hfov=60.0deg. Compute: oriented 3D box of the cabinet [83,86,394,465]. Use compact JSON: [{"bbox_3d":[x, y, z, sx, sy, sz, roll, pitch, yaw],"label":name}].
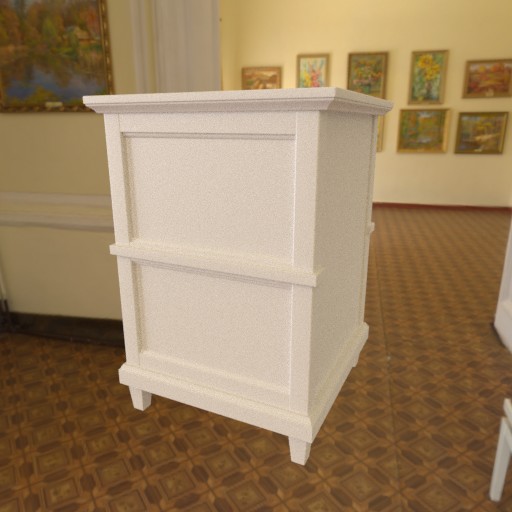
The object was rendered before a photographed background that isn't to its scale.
[{"bbox_3d":[0.000,0.000,1.161,0.547,0.775,0.544,8,18,25],"label":"cabinet"}]
